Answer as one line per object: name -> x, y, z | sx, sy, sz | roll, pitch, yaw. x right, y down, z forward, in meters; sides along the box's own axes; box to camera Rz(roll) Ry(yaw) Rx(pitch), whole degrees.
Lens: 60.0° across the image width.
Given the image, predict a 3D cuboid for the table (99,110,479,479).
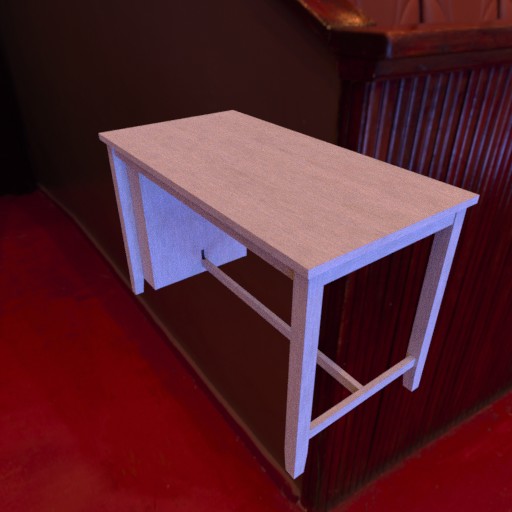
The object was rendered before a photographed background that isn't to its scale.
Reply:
table -> 0.000, 0.000, 1.927 | 0.729, 0.874, 1.397 | -21, 37, -31
